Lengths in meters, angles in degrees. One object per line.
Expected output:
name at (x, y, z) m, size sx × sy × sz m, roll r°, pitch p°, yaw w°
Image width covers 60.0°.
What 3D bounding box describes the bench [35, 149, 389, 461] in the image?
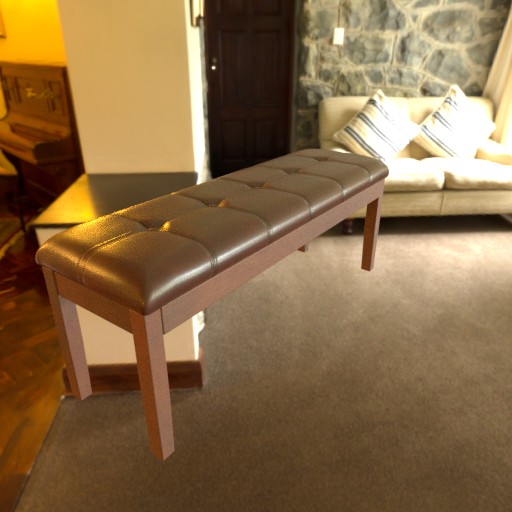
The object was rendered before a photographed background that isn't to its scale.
bench at (0.000, 0.000, 1.476) m, size 0.401 × 0.491 × 1.259 m, roll 18°, pitch 31°, yaw 32°
